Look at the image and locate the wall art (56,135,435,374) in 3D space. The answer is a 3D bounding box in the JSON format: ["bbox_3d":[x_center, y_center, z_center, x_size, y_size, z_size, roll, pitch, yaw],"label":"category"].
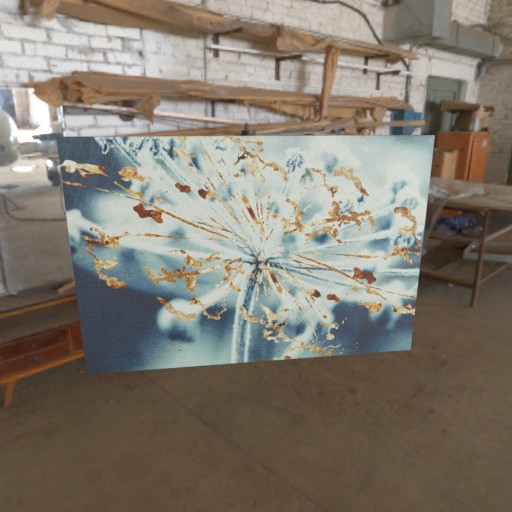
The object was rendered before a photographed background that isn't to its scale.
[{"bbox_3d":[0.000,0.000,1.451,1.138,0.759,0.035,-2,17,-8],"label":"wall art"}]
